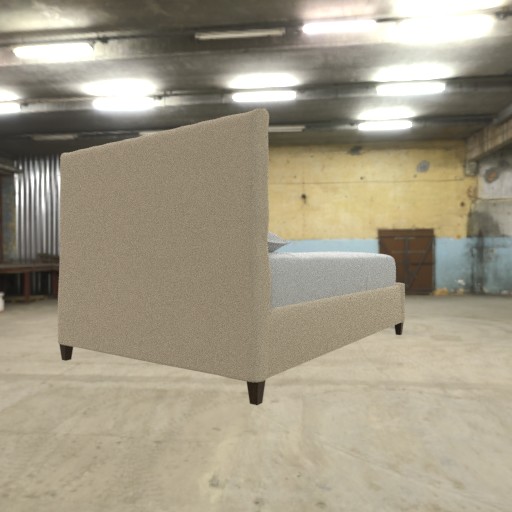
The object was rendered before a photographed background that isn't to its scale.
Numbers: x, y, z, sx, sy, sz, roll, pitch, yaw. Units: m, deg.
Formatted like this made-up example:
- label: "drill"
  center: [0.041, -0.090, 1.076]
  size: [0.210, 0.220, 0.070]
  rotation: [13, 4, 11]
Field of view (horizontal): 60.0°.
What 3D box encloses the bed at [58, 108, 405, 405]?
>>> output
- label: "bed"
  center: [0.000, 0.000, 3.539]
  size: [1.698, 1.427, 2.387]
  rotation: [0, 0, 35]
